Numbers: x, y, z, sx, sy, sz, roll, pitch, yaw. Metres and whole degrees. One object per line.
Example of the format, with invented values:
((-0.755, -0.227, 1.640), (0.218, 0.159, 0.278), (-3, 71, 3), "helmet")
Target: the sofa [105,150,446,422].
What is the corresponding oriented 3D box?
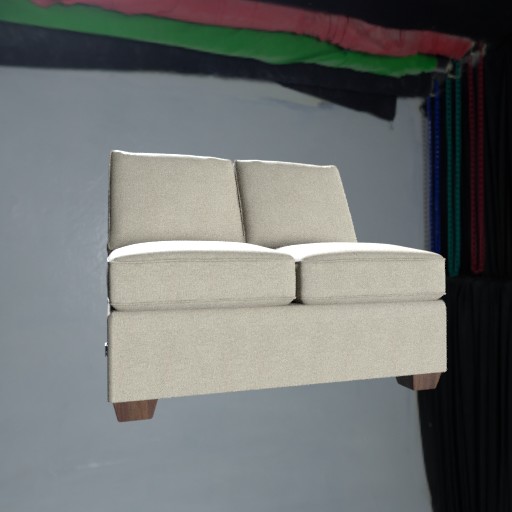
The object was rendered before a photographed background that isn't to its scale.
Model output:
((0.000, 0.000, 1.919), (1.232, 1.006, 0.978), (0, 0, -18), "sofa")
